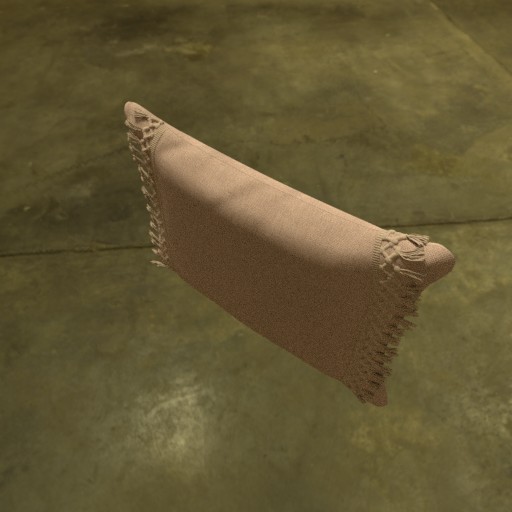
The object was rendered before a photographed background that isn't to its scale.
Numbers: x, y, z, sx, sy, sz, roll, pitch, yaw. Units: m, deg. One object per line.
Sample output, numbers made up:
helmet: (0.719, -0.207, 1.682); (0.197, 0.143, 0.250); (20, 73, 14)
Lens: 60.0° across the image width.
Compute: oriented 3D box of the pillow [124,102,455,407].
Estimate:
pillow: (0.000, 0.000, 0.604); (0.466, 0.305, 0.084); (31, 53, 27)
